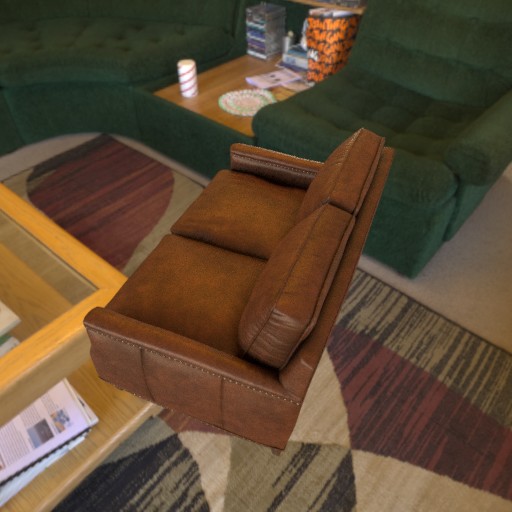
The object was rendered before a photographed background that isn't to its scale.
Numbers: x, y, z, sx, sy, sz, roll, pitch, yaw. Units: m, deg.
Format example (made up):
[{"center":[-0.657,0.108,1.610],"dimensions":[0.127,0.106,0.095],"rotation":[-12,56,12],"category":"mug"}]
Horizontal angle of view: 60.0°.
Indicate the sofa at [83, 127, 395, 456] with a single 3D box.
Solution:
[{"center":[0.000,0.000,2.357],"dimensions":[1.083,1.003,1.628],"rotation":[16,47,16],"category":"sofa"}]
